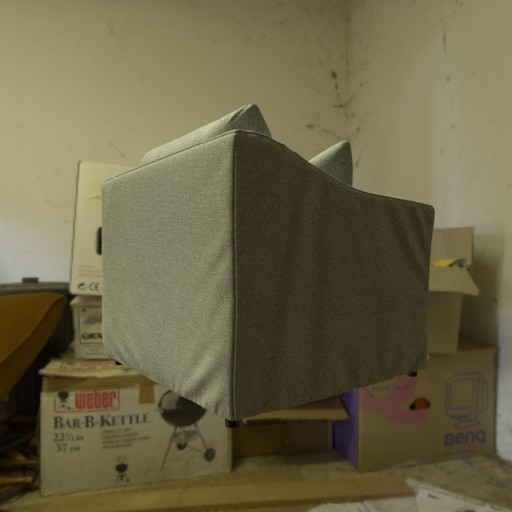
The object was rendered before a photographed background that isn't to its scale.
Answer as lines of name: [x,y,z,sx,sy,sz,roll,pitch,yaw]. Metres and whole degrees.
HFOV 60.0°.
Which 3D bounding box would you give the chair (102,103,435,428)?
chair: [0.000,0.000,2.055,1.071,1.059,1.194,0,0,-37]
